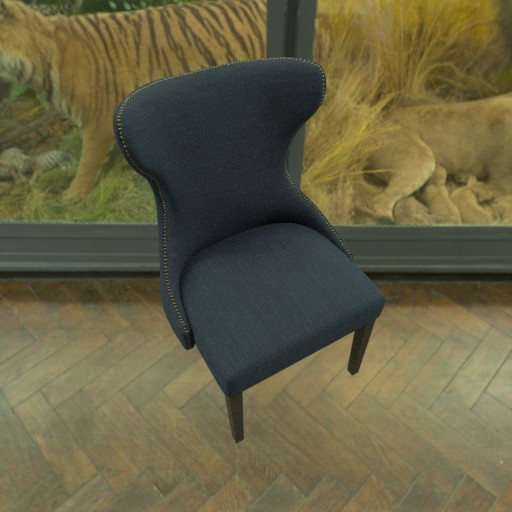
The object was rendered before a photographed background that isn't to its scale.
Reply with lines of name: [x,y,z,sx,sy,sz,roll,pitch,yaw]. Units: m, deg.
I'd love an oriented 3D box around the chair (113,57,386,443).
chair: [0.000,0.000,1.371,0.628,0.967,0.635,-23,51,-20]
